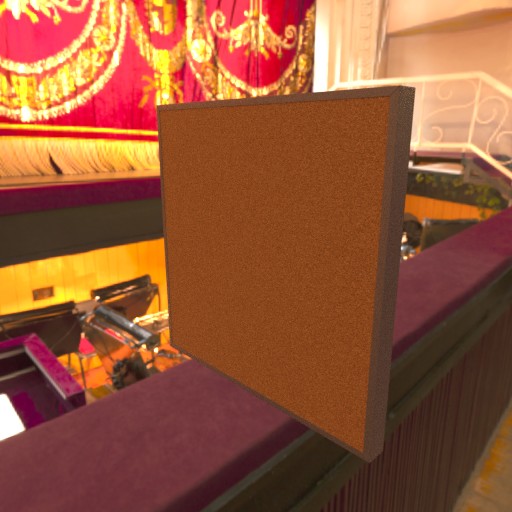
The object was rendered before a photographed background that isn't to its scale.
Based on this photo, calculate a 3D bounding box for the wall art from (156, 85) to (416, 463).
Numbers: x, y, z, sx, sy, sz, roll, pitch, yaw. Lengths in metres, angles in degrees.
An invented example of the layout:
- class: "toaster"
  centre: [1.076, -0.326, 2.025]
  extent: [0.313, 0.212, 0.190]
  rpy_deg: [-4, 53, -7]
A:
- class: "wall art"
  centre: [0.000, 0.000, 0.519]
  extent: [0.028, 0.349, 0.349]
  rpy_deg: [-15, 21, -42]
